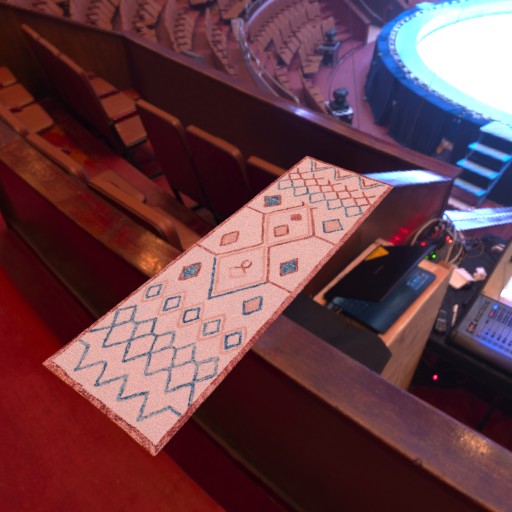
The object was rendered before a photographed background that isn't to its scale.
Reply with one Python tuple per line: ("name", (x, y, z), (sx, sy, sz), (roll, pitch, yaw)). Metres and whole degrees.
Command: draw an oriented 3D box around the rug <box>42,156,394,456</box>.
("rug", (0.000, 0.000, 2.674), (0.750, 0.011, 2.435), (26, 48, 26))
